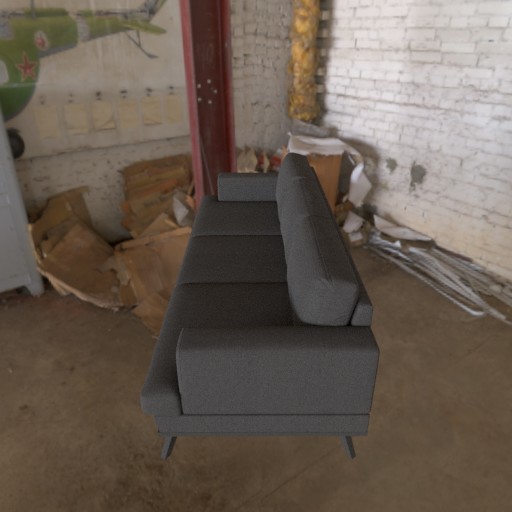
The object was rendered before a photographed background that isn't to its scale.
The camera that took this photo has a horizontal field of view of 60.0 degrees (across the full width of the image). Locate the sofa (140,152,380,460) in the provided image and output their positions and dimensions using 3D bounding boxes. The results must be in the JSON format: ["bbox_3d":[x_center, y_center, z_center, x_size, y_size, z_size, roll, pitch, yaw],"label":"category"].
[{"bbox_3d":[0.000,0.000,2.719,0.920,0.810,2.310,0,27,0],"label":"sofa"}]
